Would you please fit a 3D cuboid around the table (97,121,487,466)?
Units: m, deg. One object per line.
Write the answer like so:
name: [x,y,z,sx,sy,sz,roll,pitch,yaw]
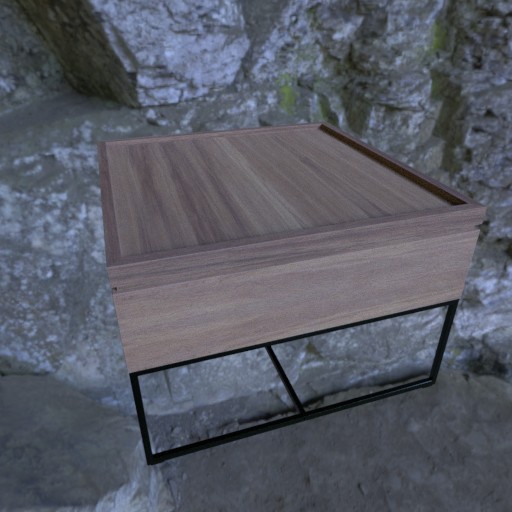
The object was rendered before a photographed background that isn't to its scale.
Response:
table: [0.000,0.000,1.121,0.676,0.464,0.679,-10,32,-16]
